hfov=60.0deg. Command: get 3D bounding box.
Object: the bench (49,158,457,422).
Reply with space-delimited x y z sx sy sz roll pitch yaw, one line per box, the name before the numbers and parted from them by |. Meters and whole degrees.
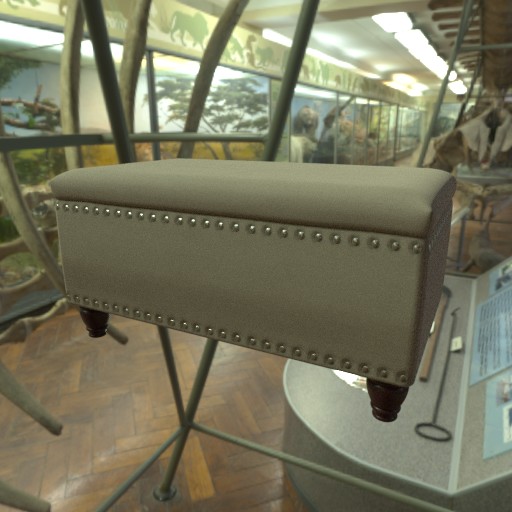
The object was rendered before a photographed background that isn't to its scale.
bench | 0.000 0.000 1.150 0.887 0.449 0.500 8 18 26
